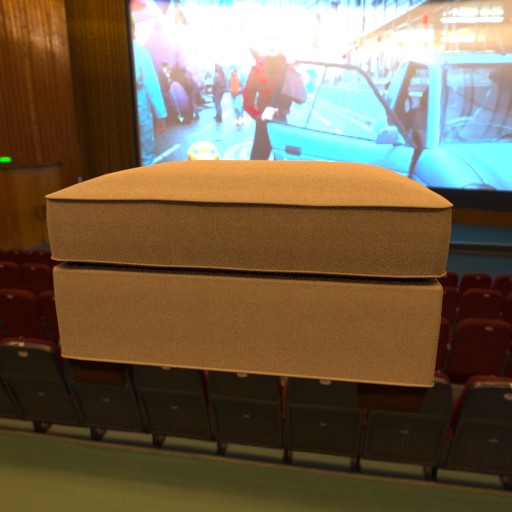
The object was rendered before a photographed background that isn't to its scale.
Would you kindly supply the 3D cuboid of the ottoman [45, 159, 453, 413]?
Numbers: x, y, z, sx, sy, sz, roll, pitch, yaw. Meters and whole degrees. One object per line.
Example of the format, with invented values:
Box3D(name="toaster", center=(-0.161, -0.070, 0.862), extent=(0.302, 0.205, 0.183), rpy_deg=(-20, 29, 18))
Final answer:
Box3D(name="ottoman", center=(0.000, 0.000, 1.213), extent=(0.846, 0.503, 0.617), rpy_deg=(2, 16, 8))
